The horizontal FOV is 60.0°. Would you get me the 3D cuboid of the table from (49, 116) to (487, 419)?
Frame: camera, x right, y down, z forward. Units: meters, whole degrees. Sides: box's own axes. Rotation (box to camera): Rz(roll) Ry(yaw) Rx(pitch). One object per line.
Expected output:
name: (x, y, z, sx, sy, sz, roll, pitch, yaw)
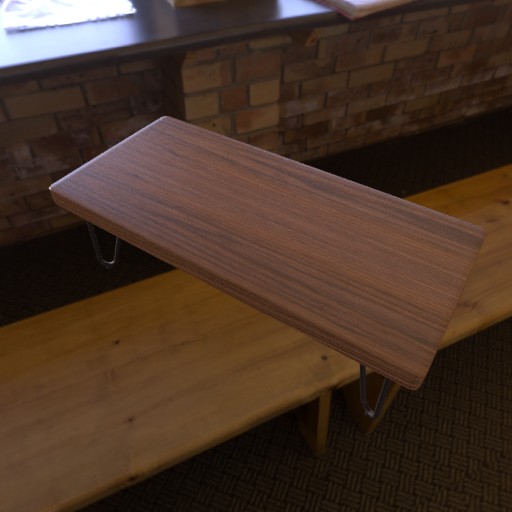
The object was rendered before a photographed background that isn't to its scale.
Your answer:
table: (0.000, 0.000, 1.668, 1.375, 0.468, 0.637, 25, 51, 23)
